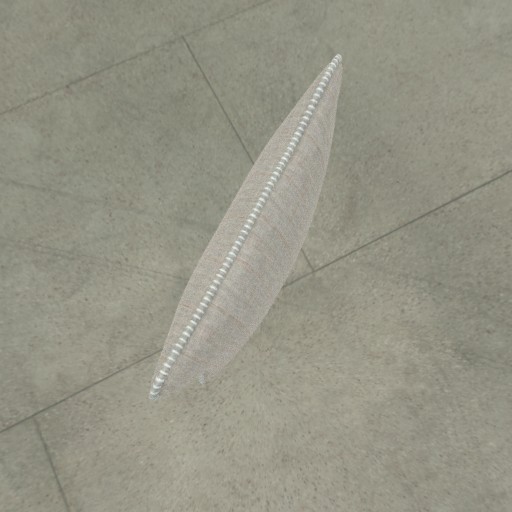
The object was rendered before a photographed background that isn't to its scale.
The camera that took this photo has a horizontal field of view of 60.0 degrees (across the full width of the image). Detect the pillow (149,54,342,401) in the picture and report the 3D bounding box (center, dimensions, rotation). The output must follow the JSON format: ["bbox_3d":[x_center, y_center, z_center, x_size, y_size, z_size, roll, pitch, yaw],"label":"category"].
[{"bbox_3d":[0.000,0.000,0.742,0.124,0.494,0.485,27,77,6],"label":"pillow"}]
